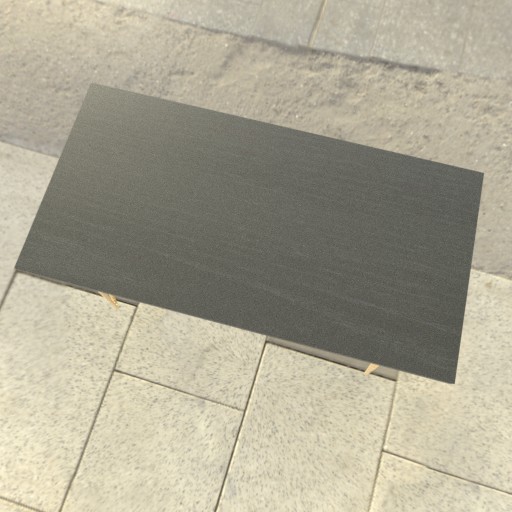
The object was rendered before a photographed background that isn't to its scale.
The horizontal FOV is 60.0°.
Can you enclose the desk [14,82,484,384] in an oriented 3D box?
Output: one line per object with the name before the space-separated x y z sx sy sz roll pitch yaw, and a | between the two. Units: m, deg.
desk | 0.000 0.000 1.342 0.991 0.660 0.499 14 75 4
